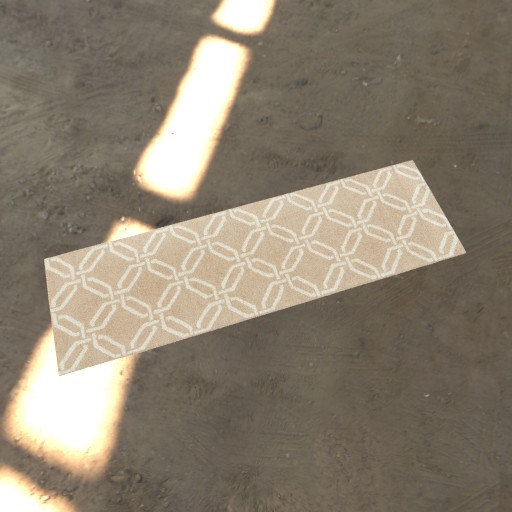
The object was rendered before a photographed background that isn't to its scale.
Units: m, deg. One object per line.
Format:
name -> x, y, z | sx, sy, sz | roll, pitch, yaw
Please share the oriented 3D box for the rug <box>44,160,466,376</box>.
rug -> 0.000, 0.000, 2.491 | 2.276, 0.014, 0.678 | -16, 65, -8
